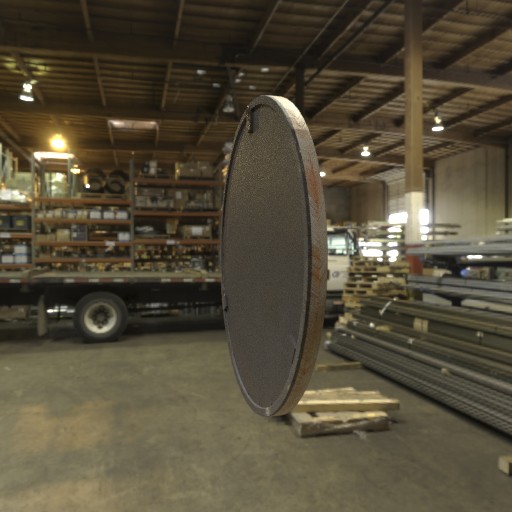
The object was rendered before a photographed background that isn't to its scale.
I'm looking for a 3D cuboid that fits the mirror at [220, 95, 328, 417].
[{"bbox_3d":[0.000,0.000,1.042,0.038,0.710,0.710,0,1,-16],"label":"mirror"}]
